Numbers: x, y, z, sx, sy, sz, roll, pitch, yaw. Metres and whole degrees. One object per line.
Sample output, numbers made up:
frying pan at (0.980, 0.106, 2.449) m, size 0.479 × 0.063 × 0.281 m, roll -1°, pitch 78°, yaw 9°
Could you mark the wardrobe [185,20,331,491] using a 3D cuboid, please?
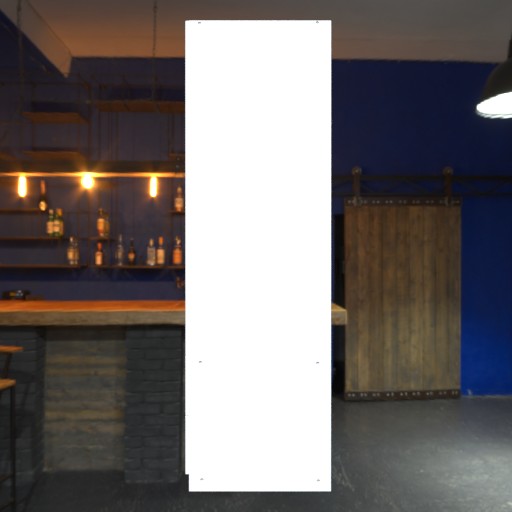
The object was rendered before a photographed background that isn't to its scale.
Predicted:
wardrobe at (0.000, 0.000, 2.196) m, size 0.577 × 1.808 × 0.991 m, roll 0°, pitch 0°, yaw 0°
